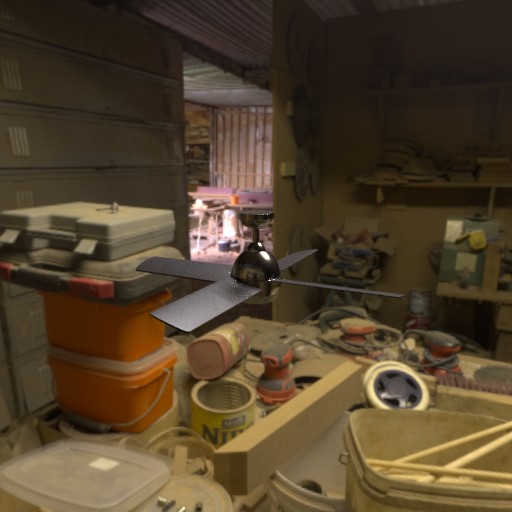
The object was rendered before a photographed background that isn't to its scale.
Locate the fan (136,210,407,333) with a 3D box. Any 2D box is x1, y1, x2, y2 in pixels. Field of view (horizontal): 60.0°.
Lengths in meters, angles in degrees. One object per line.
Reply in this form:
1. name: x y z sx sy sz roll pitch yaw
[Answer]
1. fan: 0.000 0.000 2.033 1.332 0.403 1.332 6 14 26
